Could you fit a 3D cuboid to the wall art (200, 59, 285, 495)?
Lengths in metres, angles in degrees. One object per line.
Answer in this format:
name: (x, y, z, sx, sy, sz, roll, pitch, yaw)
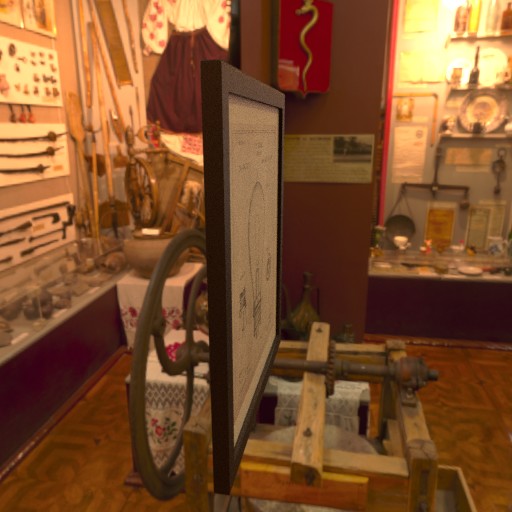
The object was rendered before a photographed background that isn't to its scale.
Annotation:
wall art: (0.000, 0.000, 0.695, 0.021, 0.509, 0.430, 3, 16, 11)
